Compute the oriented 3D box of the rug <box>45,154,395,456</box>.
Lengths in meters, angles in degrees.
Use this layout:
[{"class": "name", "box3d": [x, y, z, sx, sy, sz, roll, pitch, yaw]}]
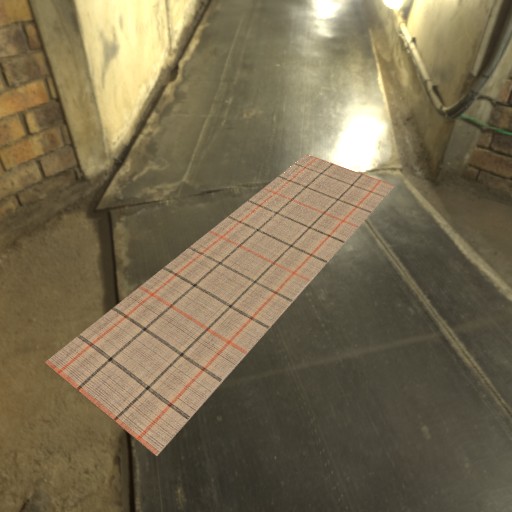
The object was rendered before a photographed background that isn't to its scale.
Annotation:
[{"class": "rug", "box3d": [0.000, 0.000, 2.709, 0.762, 0.008, 2.439, 26, 49, 26]}]
